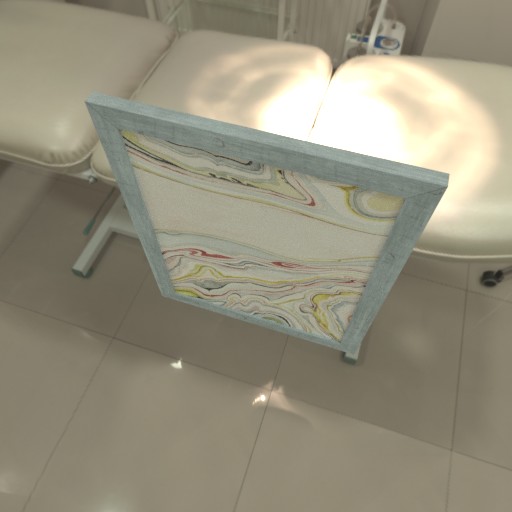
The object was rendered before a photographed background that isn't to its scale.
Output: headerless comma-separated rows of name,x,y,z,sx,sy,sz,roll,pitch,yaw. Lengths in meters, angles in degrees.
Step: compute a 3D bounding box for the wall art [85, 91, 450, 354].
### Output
wall art,0.000,0.000,0.810,0.479,0.582,0.022,16,60,9
